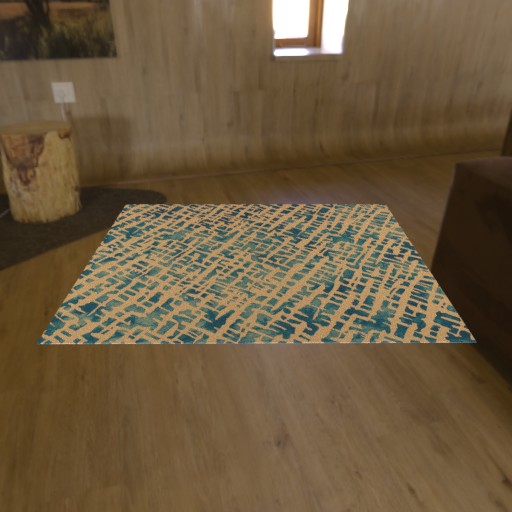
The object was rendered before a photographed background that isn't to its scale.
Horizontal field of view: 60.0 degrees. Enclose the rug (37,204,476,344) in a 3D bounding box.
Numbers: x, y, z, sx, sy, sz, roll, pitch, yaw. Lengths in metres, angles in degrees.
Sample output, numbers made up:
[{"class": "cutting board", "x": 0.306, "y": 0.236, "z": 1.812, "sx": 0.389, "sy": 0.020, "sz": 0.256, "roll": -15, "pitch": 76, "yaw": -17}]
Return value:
[{"class": "rug", "x": 0.000, "y": 0.000, "z": 4.071, "sx": 3.007, "sy": 0.007, "sz": 2.435, "roll": 0, "pitch": 29, "yaw": 0}]
